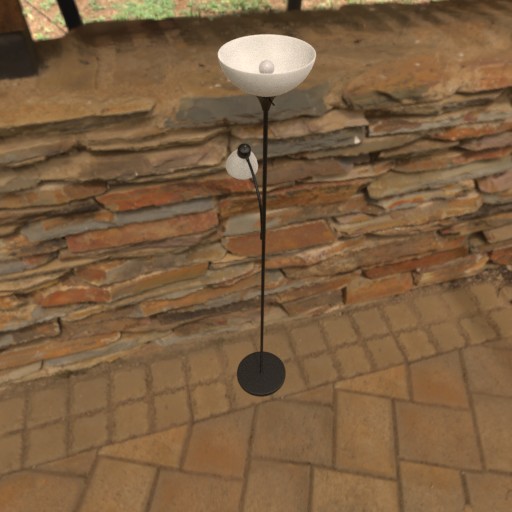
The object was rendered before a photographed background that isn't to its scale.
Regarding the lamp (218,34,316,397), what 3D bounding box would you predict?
[{"bbox_3d":[0.000,0.000,1.937,0.279,1.804,0.442,-15,48,-14],"label":"lamp"}]
